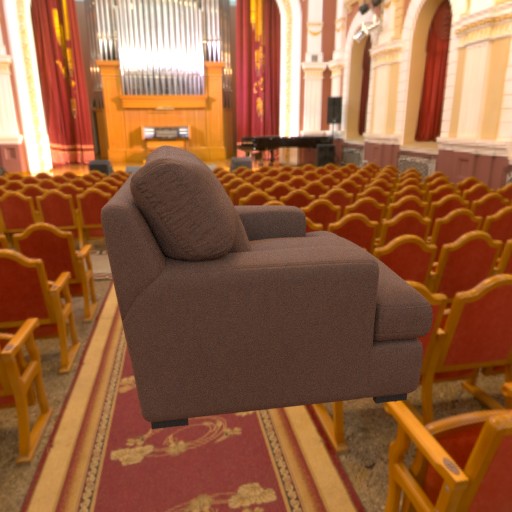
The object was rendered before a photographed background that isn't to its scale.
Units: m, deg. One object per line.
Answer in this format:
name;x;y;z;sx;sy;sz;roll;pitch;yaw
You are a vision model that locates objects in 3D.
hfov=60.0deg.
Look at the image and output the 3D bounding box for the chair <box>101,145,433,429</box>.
chair;0.000;0.000;2.006;1.143;0.940;1.168;-3;17;-10
